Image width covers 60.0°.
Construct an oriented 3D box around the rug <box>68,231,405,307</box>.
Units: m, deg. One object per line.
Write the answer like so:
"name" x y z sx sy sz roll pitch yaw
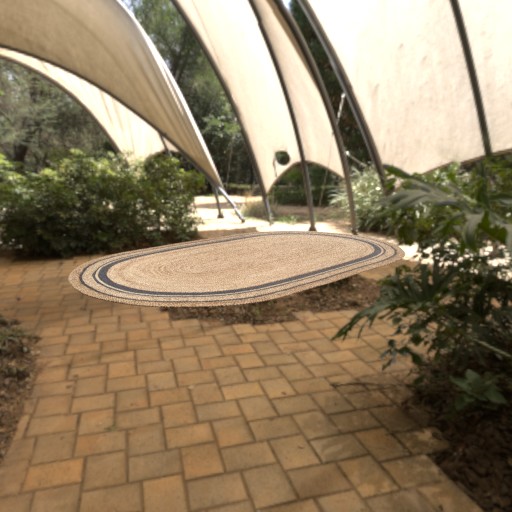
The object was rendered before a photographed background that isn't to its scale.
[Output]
"rug" 0.000 0.000 3.026 2.432 0.006 1.520 -12 17 -44
